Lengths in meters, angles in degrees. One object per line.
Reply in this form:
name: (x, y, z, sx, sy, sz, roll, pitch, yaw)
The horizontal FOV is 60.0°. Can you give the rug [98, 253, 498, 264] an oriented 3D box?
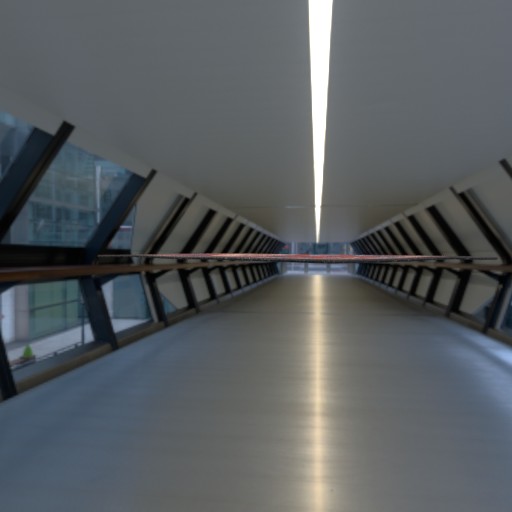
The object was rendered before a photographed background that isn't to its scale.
rug: (0.000, 0.000, 3.533, 1.522, 0.034, 3.032, 0, 1, -38)
